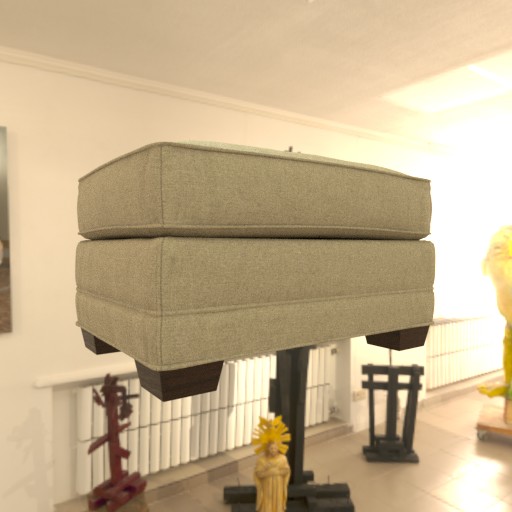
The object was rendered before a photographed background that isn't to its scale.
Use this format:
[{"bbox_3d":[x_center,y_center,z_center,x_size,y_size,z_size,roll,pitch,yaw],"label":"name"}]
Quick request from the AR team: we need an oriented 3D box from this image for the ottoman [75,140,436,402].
[{"bbox_3d":[0.000,0.000,1.234,0.848,0.508,0.611,-1,2,-35],"label":"ottoman"}]
